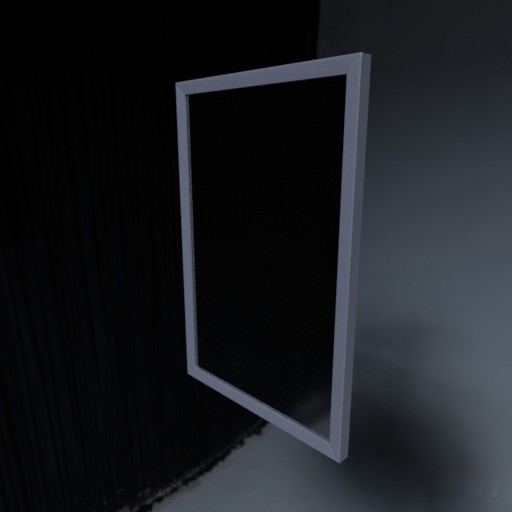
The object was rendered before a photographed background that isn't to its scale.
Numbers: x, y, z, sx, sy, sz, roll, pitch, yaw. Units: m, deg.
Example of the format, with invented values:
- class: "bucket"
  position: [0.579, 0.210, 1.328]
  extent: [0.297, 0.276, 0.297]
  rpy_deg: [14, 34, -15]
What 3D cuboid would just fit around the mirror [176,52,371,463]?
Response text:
- class: "mirror"
  position: [0.000, 0.000, 1.177]
  extent: [0.040, 0.915, 0.609]
  rpy_deg: [-14, 20, -43]
